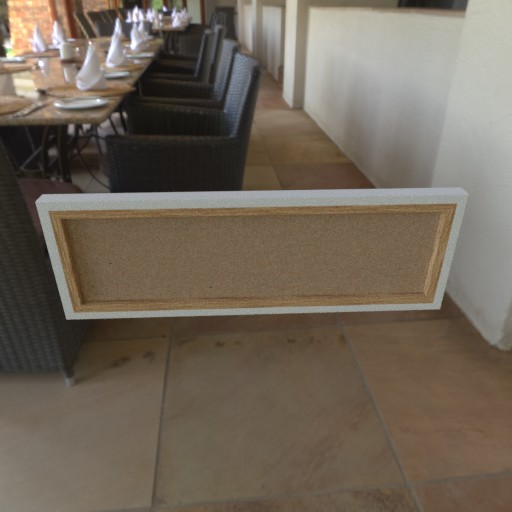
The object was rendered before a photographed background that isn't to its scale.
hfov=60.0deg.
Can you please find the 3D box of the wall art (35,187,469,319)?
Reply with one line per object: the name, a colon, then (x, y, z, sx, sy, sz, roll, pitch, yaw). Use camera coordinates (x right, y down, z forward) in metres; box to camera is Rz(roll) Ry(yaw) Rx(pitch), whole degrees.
wall art: (0.000, 0.000, 0.857, 0.763, 0.255, 0.038, -1, 30, -2)
